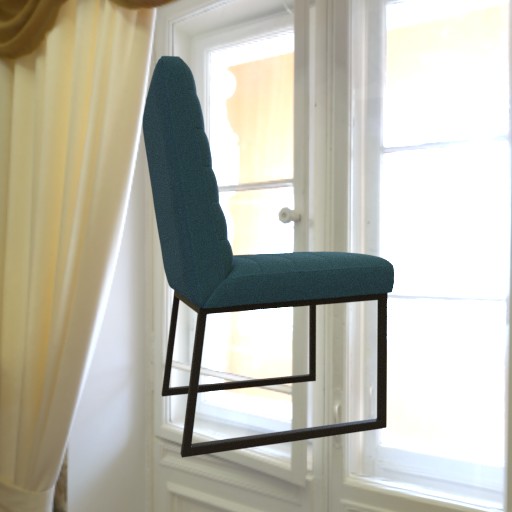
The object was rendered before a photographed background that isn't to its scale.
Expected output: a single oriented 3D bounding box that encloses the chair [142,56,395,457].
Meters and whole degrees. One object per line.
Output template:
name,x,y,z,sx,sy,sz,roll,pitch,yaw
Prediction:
chair,0.000,0.000,1.323,0.634,0.930,0.520,0,1,-18
